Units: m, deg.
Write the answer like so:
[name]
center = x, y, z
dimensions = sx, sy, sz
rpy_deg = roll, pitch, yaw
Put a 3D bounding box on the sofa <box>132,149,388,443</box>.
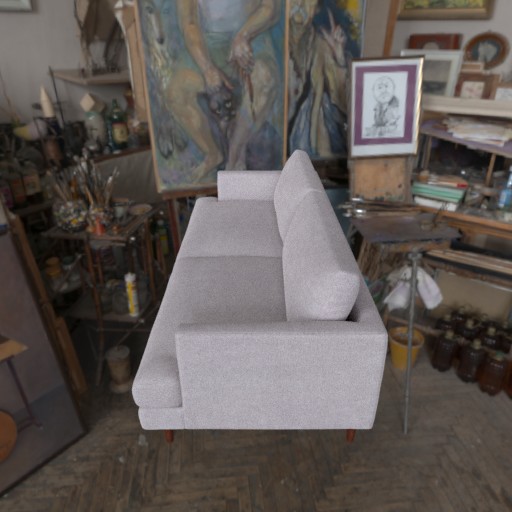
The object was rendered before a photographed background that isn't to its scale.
[sofa]
center = 0.000, 0.000, 2.776
dimensions = 1.020, 0.868, 2.250
rpy_deg = 0, 27, 0
